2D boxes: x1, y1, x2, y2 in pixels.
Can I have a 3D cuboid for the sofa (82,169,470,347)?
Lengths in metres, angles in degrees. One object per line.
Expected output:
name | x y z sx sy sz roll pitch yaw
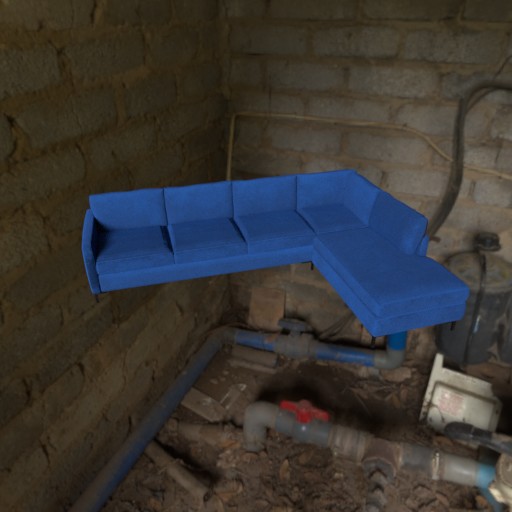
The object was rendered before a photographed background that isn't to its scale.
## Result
sofa | 0.000 0.000 3.326 2.486 0.687 1.707 -8 30 -14
